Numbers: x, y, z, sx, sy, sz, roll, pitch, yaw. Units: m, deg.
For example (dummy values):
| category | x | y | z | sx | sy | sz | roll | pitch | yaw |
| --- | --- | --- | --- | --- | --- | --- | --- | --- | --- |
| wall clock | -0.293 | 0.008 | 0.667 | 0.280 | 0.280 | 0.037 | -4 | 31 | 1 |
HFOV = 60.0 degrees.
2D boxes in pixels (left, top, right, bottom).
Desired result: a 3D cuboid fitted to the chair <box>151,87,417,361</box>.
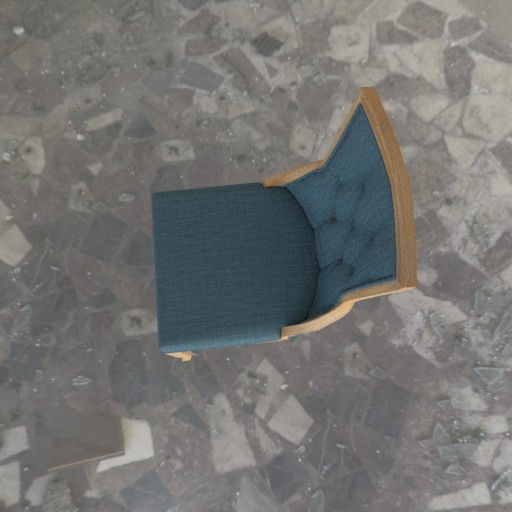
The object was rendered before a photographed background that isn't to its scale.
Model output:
| category | x | y | z | sx | sy | sz | roll | pitch | yaw |
| --- | --- | --- | --- | --- | --- | --- | --- | --- | --- |
| chair | 0.000 | 0.000 | 1.363 | 0.641 | 0.947 | 0.524 | -6 | 74 | -2 |
